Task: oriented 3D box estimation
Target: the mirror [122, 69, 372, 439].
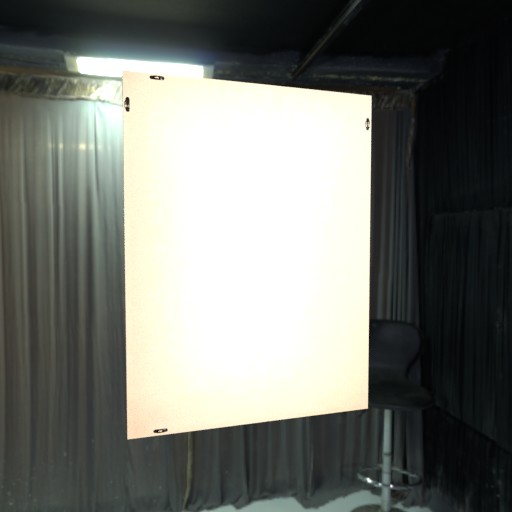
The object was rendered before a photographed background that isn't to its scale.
[{"bbox_3d":[0.000,0.000,1.342,0.762,1.016,0.040,-1,3,-17],"label":"mirror"}]
